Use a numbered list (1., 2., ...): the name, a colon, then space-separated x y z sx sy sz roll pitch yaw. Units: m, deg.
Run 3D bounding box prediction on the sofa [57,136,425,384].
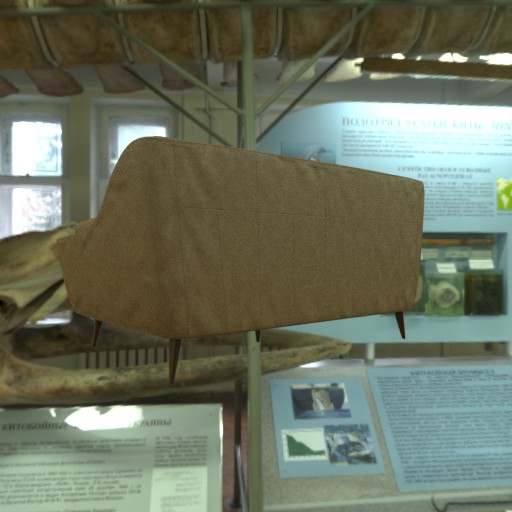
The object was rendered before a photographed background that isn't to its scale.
1. sofa: 0.000 0.000 2.291 1.731 0.886 0.981 0 1 -37
